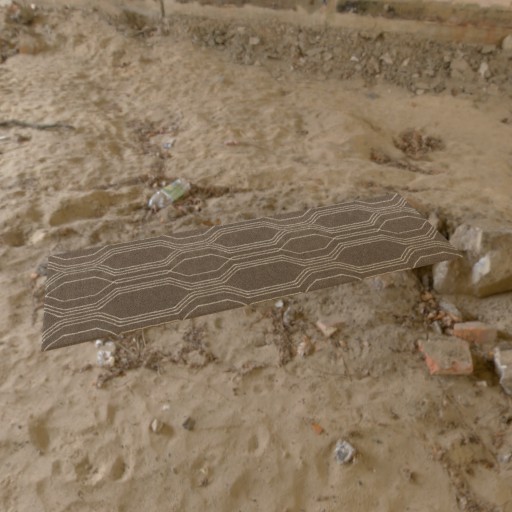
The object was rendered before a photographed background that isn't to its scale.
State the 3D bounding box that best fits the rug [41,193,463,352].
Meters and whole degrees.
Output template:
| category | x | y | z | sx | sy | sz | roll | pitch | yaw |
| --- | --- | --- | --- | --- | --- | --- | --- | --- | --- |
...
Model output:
| category | x | y | z | sx | sy | sz | roll | pitch | yaw |
| --- | --- | --- | --- | --- | --- | --- | --- | --- | --- |
| rug | 0.000 | 0.000 | 2.753 | 2.464 | 0.012 | 0.773 | -11 | 41 | -13 |
